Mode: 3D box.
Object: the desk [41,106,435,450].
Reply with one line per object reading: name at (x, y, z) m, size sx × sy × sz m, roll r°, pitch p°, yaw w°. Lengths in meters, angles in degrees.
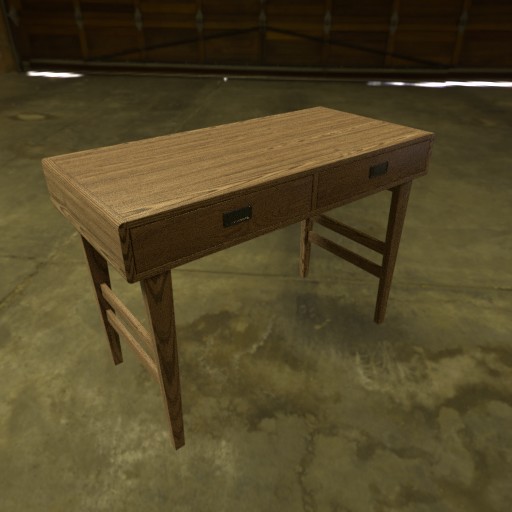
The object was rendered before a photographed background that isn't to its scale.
desk at (0.000, 0.000, 1.488) m, size 1.067 × 0.755 × 0.508 m, roll -22°, pitch 37°, yaw -32°
